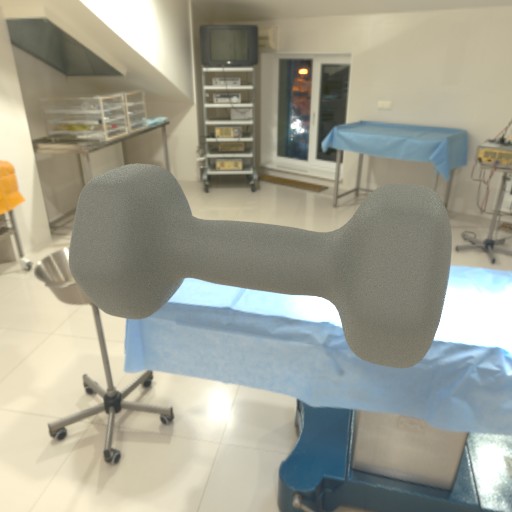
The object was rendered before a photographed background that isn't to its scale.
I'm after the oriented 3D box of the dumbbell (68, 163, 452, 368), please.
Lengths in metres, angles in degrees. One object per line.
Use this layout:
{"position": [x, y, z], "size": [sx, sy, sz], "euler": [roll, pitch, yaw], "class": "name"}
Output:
{"position": [0.000, 0.000, 0.232], "size": [0.184, 0.081, 0.090], "euler": [8, 26, 16], "class": "dumbbell"}
